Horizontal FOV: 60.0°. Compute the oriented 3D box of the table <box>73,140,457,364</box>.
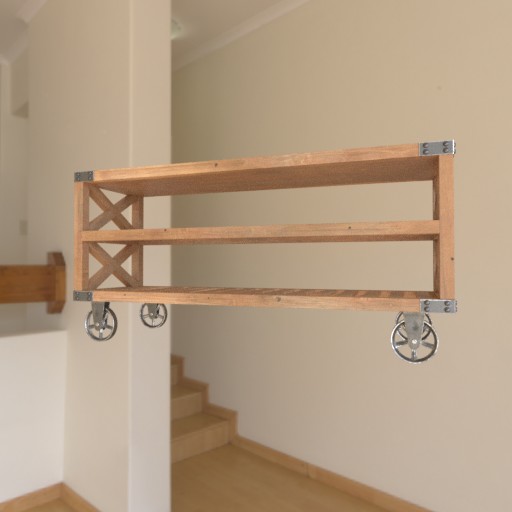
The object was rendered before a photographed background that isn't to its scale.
[{"bbox_3d":[0.000,0.000,1.839,1.487,0.711,0.467,0,-1,19],"label":"table"}]
